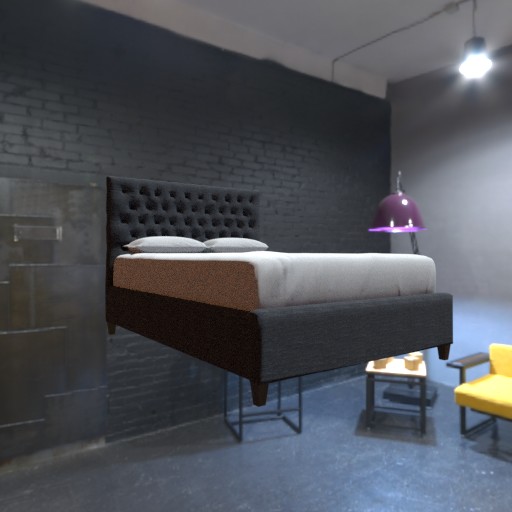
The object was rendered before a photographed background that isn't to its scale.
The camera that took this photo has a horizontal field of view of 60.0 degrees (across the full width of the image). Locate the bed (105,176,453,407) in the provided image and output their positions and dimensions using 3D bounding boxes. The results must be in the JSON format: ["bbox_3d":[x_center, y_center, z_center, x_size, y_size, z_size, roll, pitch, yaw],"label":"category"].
[{"bbox_3d":[0.000,0.000,3.542,1.698,1.427,2.387,0,1,-35],"label":"bed"}]
